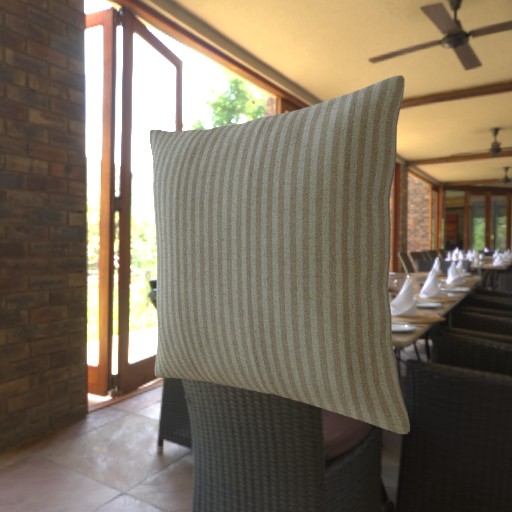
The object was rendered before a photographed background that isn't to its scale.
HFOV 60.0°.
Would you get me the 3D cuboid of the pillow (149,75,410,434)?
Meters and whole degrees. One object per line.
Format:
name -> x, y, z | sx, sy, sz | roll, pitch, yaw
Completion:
pillow -> 0.000, 0.000, 0.768 | 0.523, 0.510, 0.166 | 1, 2, 35
